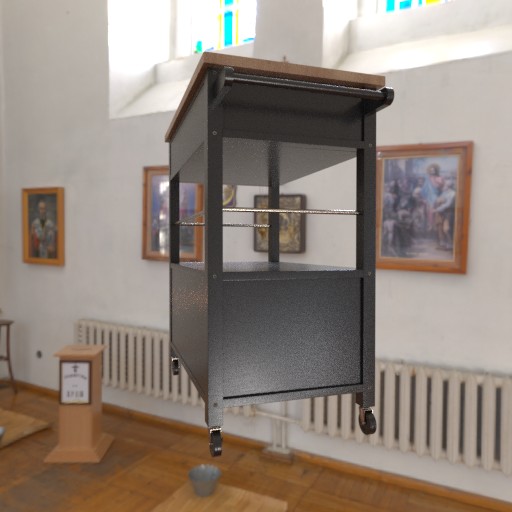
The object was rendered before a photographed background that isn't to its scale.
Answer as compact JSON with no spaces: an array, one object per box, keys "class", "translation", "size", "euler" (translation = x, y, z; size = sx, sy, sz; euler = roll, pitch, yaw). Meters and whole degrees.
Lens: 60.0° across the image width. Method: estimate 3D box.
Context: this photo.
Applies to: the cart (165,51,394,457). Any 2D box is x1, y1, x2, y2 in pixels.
[{"class":"cart","translation":[0.000,0.000,1.364],"size":[0.459,0.901,0.840],"euler":[0,1,-18]}]
